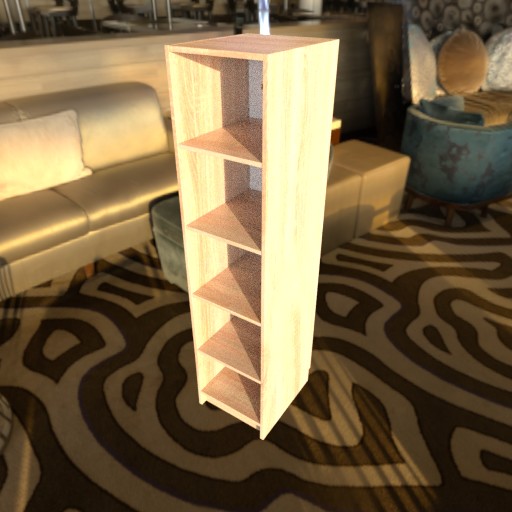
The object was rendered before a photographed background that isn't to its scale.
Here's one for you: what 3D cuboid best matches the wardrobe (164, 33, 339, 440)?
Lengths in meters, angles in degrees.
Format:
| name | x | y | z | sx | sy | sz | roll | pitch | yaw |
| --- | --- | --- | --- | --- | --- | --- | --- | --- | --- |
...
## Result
| name | x | y | z | sx | sy | sz | roll | pitch | yaw |
| --- | --- | --- | --- | --- | --- | --- | --- | --- | --- |
| wardrobe | 0.000 | 0.000 | 2.422 | 0.496 | 2.117 | 0.588 | 19 | 37 | 28 |
